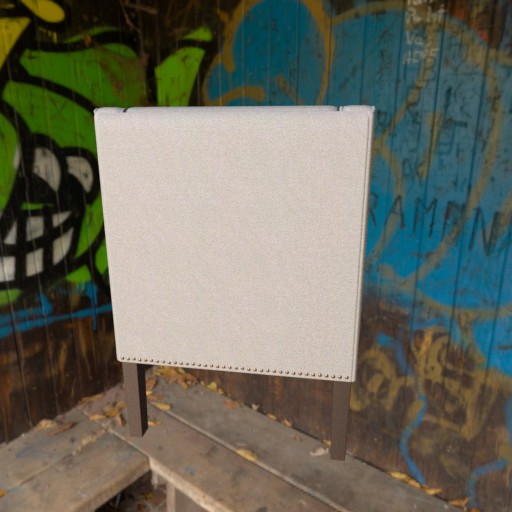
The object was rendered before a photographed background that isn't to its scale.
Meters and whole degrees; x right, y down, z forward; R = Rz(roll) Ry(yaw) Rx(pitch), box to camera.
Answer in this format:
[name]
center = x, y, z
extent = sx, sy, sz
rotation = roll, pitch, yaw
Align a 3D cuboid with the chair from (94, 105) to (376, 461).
[chair]
center = 0.000, 0.000, 1.400
extent = 0.631, 0.867, 0.747
rotation = 3, 16, 9
